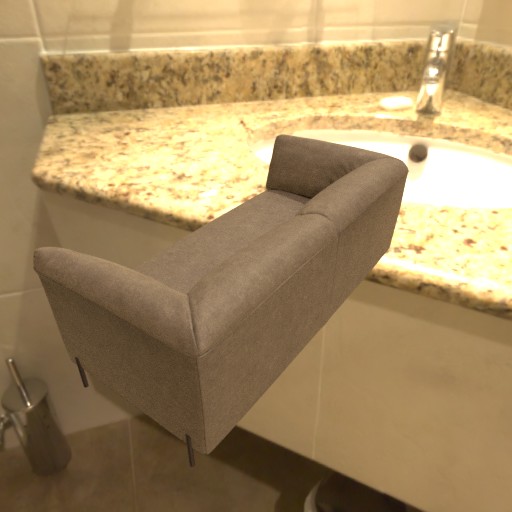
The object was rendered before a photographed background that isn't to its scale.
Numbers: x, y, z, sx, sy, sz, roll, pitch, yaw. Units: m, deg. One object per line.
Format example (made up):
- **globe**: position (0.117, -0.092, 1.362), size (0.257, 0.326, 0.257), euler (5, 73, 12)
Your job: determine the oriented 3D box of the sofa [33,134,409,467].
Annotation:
- **sofa**: position (0.000, 0.000, 2.340), size (0.905, 0.747, 1.878), euler (21, 39, 29)
